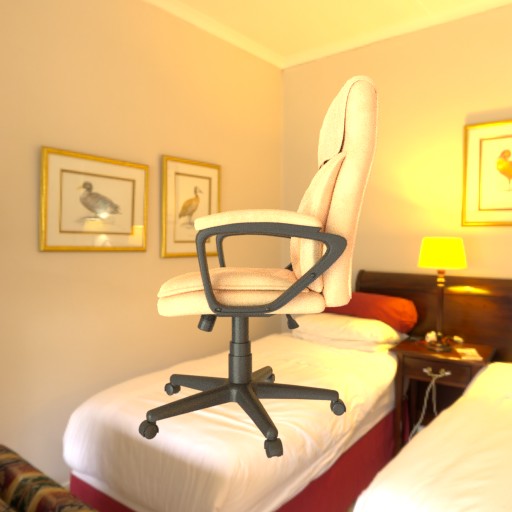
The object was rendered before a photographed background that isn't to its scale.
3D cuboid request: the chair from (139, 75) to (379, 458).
[{"bbox_3d":[0.000,0.000,1.529,0.724,1.105,0.667,0,2,1],"label":"chair"}]
